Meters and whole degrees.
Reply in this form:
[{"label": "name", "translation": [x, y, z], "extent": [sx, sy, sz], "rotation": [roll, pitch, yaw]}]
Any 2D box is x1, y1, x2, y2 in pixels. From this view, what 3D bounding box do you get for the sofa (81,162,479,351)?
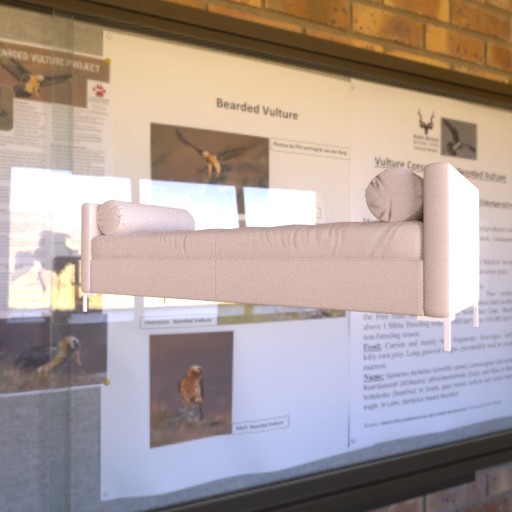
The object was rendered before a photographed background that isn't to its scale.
[{"label": "sofa", "translation": [0.000, 0.000, 2.274], "extent": [1.981, 0.635, 0.686], "rotation": [0, 0, 34]}]
